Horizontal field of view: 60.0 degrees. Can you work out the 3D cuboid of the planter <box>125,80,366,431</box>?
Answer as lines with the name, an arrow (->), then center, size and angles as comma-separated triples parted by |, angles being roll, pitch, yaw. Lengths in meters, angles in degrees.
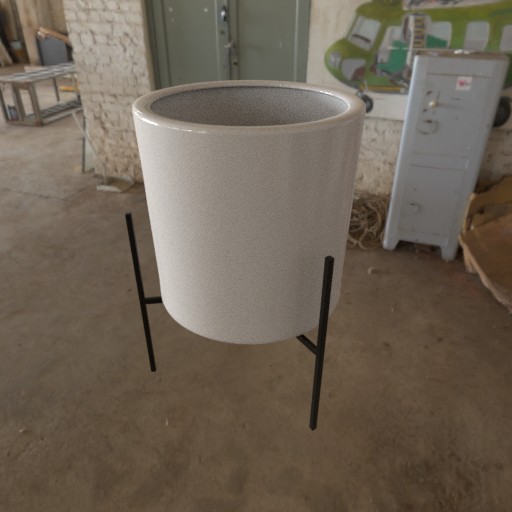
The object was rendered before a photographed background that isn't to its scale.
planter -> 0.000, 0.000, 0.639 | 0.307, 0.431, 0.308 | -19, 36, -28
